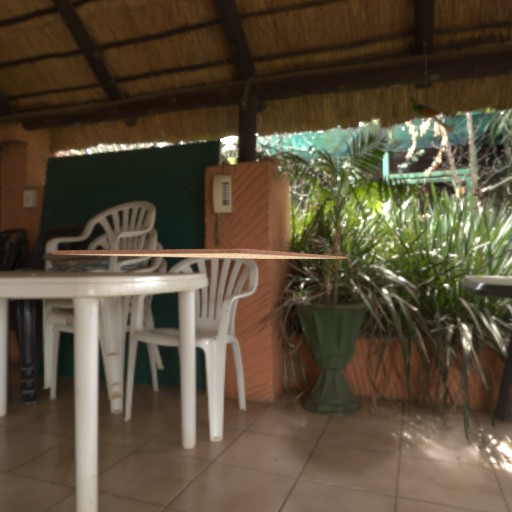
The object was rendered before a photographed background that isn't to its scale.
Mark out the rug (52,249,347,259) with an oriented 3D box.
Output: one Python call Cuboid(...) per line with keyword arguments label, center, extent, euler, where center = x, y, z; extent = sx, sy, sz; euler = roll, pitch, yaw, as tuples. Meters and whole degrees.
Cuboid(label="rug", center=(0.000, 0.000, 2.650), extent=(0.764, 0.017, 2.439), euler=(0, -1, 19))
